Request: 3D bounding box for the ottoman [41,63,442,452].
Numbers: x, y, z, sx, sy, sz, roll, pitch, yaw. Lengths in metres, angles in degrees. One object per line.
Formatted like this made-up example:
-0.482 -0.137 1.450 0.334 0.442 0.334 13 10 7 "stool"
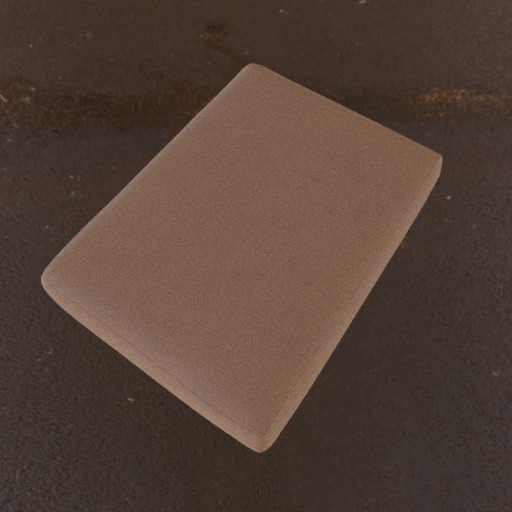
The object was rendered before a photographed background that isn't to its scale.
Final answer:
0.000 0.000 1.125 0.569 0.504 0.773 32 68 15 "ottoman"
